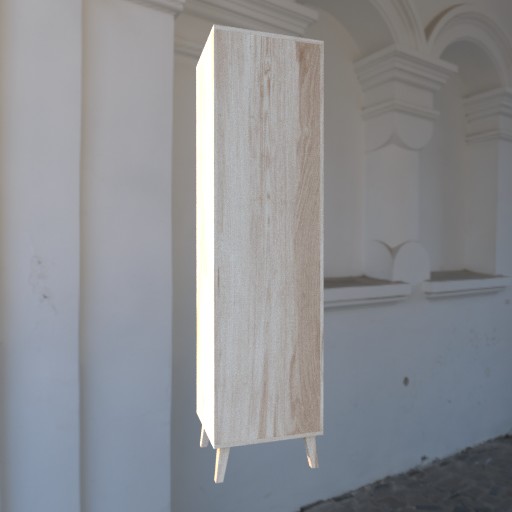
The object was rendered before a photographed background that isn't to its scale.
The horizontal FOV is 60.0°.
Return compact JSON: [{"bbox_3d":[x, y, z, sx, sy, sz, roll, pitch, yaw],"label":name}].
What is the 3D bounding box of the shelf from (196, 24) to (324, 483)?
[{"bbox_3d":[0.000,0.000,2.168,0.510,1.960,0.450,0,0,-17],"label":"shelf"}]
